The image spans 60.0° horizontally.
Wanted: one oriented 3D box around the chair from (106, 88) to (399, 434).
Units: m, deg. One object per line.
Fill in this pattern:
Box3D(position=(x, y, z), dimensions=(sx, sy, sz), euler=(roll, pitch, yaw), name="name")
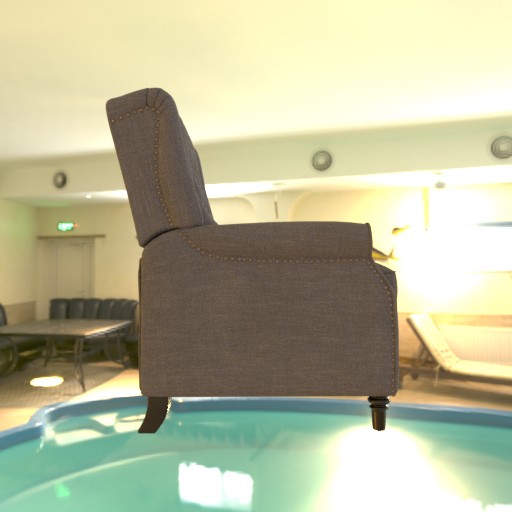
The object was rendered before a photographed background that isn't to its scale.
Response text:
Box3D(position=(0.000, 0.000, 1.606), dimensions=(0.898, 1.035, 0.742), euler=(0, -1, -1), name="chair")
